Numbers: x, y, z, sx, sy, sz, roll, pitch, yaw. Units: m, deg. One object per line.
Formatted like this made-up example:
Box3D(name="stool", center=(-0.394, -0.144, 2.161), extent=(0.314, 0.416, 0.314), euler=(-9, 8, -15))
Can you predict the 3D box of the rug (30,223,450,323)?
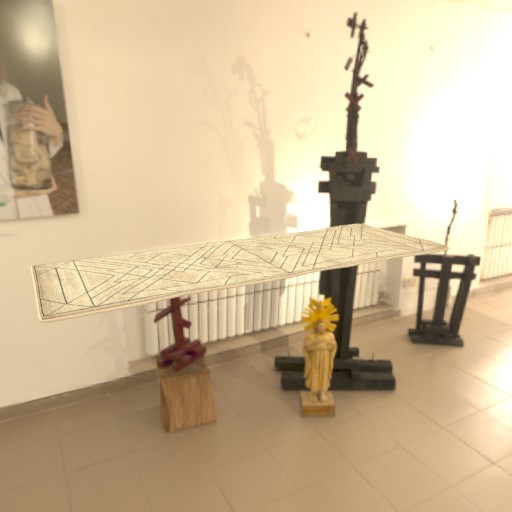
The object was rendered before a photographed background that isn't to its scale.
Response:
Box3D(name="rug", center=(0.000, 0.000, 2.632), extent=(2.381, 0.036, 0.831), euler=(-8, 18, -27))
